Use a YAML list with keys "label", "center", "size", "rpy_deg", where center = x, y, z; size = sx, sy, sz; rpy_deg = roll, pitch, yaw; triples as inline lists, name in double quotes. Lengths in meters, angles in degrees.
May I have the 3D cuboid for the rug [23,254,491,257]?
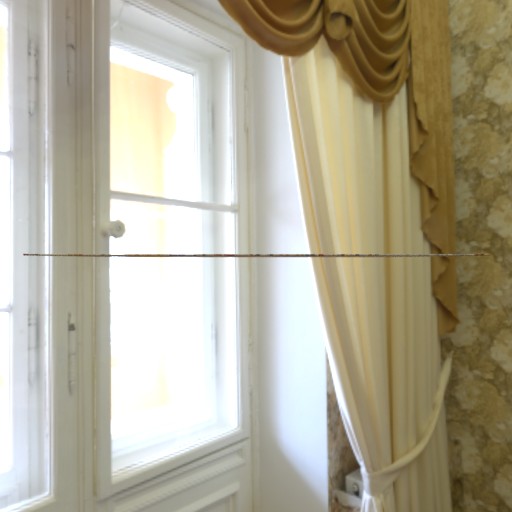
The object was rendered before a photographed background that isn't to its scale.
- label: "rug"
  center: [0.000, 0.000, 4.314]
  size: [3.274, 0.015, 2.439]
  rpy_deg: [0, 0, -1]
